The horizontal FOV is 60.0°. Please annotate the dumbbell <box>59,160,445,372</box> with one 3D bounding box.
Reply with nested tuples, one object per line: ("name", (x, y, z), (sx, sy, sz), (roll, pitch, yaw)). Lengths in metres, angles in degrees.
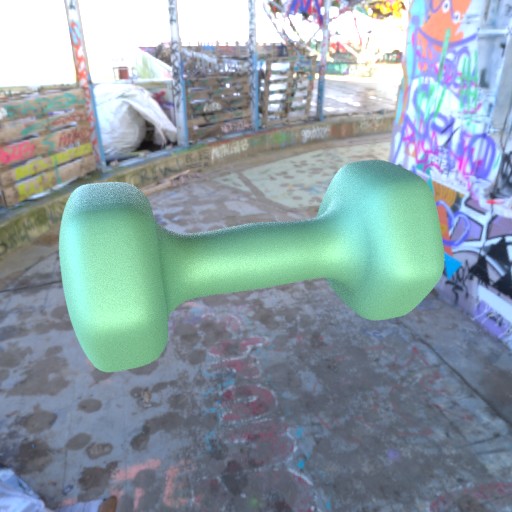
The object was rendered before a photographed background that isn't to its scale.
("dumbbell", (0.000, 0.000, 0.325), (0.260, 0.117, 0.129), (-8, 27, -15))
